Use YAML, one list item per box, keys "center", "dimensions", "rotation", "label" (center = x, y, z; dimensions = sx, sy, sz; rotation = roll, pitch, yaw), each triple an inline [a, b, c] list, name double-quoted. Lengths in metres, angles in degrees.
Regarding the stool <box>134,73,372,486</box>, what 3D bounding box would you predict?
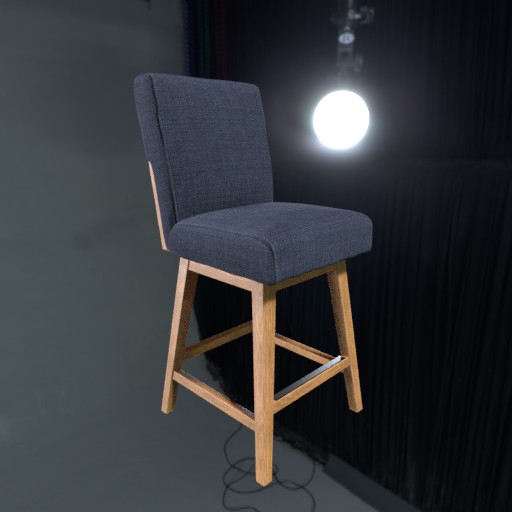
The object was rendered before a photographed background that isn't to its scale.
- center: [0.000, 0.000, 1.301]
  dimensions: [0.526, 1.010, 0.459]
  rotation: [15, 21, 43]
  label: "stool"
